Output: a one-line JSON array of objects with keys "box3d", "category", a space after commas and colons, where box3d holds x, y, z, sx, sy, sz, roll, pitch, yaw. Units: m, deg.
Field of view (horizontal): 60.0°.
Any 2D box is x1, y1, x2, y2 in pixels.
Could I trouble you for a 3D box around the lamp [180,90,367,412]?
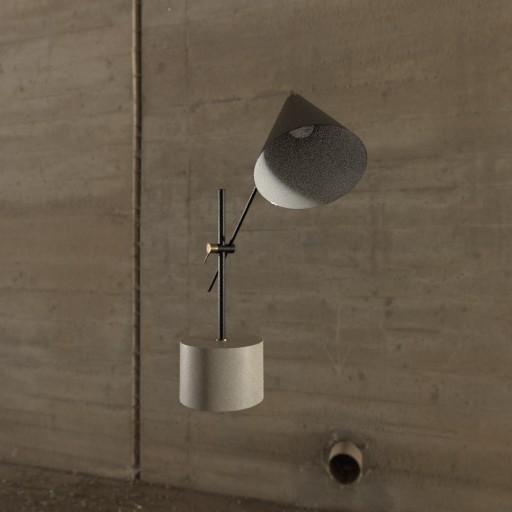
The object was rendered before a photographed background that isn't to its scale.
[{"box3d": [0.000, 0.000, 0.719, 0.214, 0.518, 0.403, 0, 0, -18], "category": "lamp"}]
